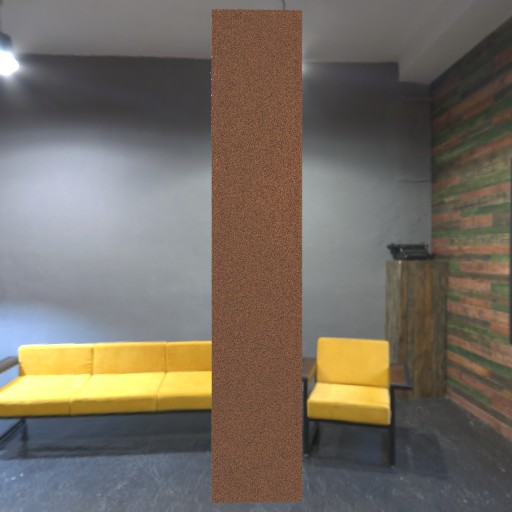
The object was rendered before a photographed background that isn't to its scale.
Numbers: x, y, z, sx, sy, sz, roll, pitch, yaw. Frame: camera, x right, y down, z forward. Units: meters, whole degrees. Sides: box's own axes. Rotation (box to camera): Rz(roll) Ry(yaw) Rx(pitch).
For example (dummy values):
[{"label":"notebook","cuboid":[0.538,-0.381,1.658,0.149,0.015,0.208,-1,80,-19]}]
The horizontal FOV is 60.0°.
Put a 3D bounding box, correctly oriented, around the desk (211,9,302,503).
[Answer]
[{"label":"desk","cuboid":[0.000,0.000,1.526,0.250,1.280,0.750,0,0,-1]}]
